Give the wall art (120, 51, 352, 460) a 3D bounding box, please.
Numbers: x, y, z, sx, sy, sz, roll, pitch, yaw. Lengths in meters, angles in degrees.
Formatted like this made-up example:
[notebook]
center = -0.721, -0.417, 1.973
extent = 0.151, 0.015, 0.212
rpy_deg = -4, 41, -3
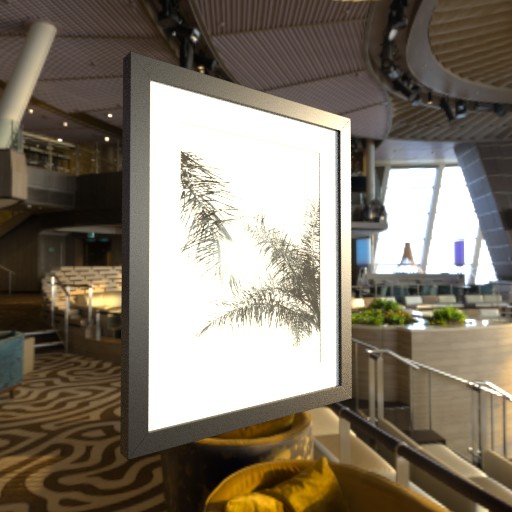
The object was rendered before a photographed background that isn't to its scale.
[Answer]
[wall art]
center = 0.000, 0.000, 0.754
extent = 0.457, 0.557, 0.028
rpy_deg = 1, -2, -38
